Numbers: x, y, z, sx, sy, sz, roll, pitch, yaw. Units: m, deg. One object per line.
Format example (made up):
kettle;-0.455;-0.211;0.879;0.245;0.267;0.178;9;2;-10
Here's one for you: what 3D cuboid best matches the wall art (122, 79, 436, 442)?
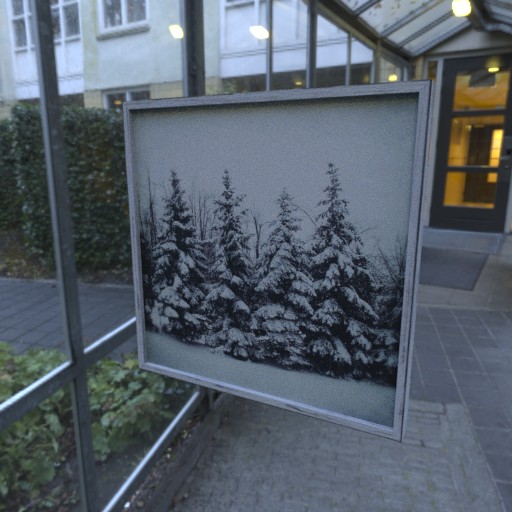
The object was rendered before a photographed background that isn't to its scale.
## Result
wall art;0.000;0.000;0.729;0.506;0.506;0.038;7;14;27
